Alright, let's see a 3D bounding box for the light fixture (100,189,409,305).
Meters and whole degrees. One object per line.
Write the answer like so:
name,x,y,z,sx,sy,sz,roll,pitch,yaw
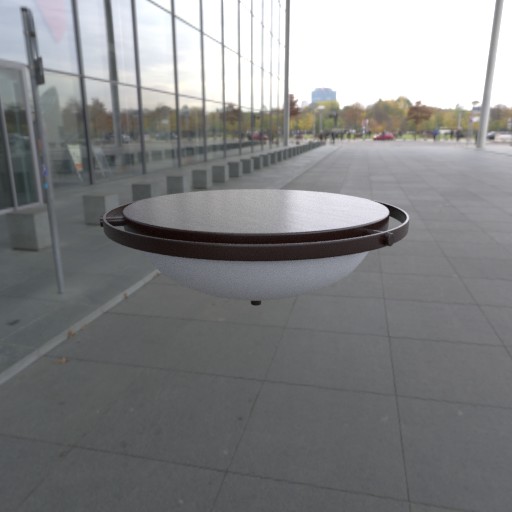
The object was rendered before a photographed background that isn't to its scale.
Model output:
light fixture,0.000,0.000,0.565,0.361,0.130,0.361,0,16,0
